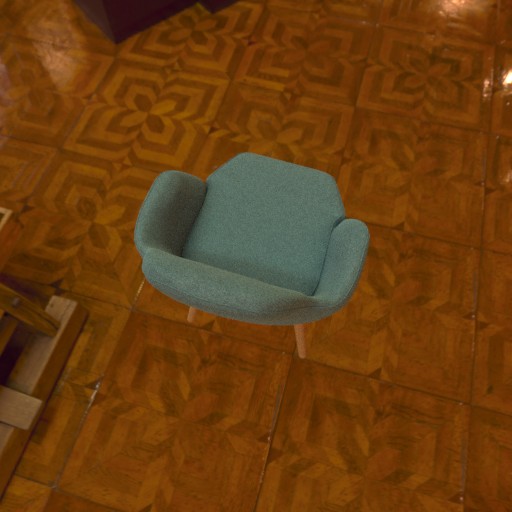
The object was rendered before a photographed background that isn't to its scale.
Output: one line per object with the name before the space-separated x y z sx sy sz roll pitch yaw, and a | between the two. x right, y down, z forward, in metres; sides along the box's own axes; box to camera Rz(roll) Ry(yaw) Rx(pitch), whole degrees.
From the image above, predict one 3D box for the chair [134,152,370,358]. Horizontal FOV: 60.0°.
chair | 0.000 0.000 1.341 0.589 0.920 0.666 16 65 8
